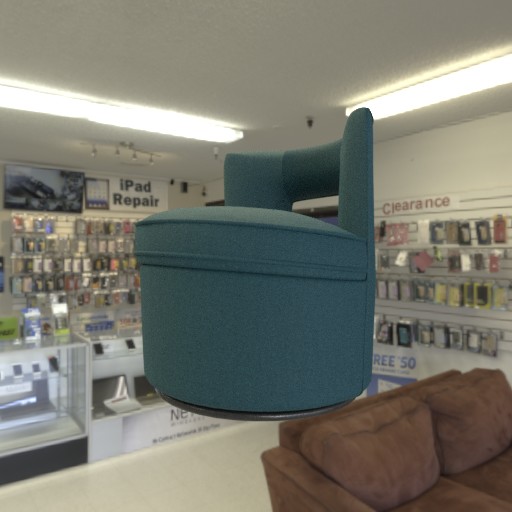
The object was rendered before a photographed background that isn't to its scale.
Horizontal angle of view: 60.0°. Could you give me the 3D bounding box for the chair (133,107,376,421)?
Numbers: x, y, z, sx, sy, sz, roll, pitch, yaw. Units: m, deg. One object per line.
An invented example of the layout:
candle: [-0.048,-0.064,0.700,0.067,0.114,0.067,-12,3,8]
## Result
chair: [0.000,0.000,1.238,0.660,0.711,0.684,-1,1,-34]
